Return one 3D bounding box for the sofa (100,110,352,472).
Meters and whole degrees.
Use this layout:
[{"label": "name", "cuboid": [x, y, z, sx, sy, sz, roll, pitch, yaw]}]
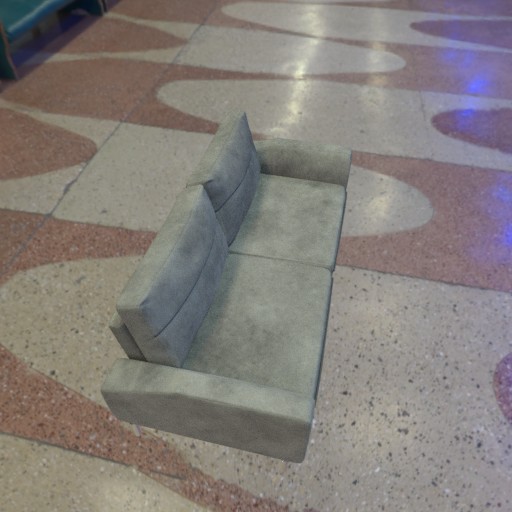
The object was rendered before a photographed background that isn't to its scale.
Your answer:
[{"label": "sofa", "cuboid": [0.000, 0.000, 2.336, 0.849, 0.859, 1.837, 9, 46, 9]}]
